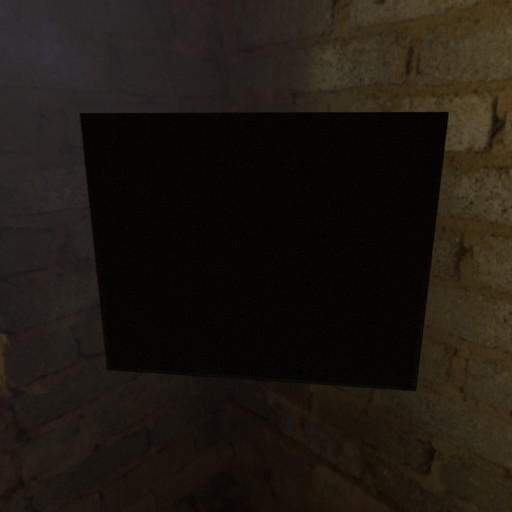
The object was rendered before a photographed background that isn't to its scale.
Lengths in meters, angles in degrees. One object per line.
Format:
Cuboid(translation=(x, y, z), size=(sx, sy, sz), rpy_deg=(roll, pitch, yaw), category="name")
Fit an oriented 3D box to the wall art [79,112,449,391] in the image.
Cuboid(translation=(0.000, 0.000, 0.744), size=(0.559, 0.458, 0.029), rpy_deg=(2, 17, 7), category="wall art")
